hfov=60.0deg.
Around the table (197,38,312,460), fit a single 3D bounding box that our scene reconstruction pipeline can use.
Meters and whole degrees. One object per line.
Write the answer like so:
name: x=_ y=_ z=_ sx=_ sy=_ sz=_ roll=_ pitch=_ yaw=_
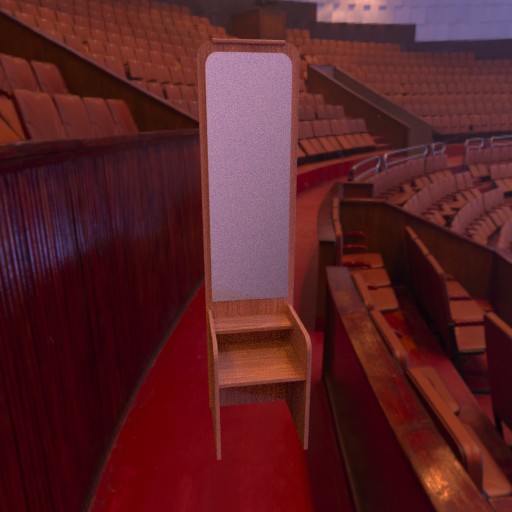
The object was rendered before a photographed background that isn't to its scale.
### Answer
table: x=0.000 y=0.000 z=1.999 sx=0.450 sy=1.830 sz=0.420 roll=-3 pitch=18 yaw=-9
